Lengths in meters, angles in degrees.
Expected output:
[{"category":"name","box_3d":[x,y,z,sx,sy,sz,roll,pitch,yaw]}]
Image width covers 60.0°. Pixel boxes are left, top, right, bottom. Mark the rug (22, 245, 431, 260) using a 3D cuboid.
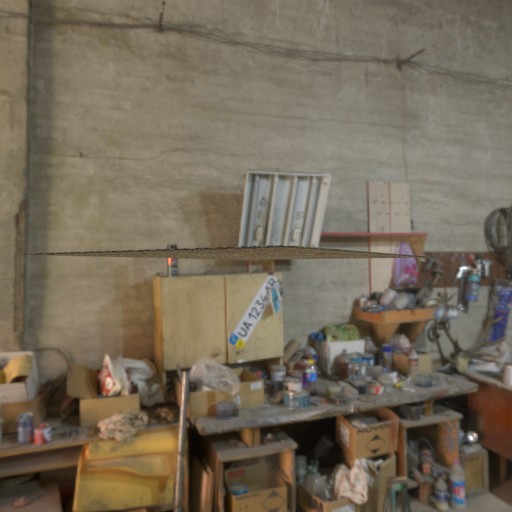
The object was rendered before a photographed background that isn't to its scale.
[{"category":"rug","box_3d":[0.000,0.000,4.099,2.437,0.010,3.056,-1,-2,35]}]
